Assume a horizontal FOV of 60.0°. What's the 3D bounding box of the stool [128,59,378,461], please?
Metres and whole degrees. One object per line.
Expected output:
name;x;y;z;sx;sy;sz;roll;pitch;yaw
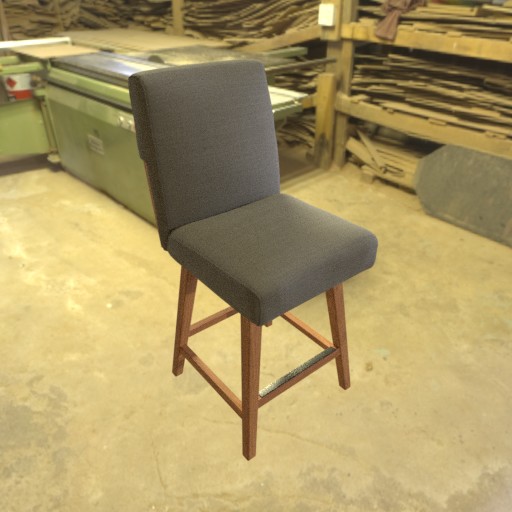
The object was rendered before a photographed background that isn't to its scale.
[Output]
stool;0.000;0.000;1.333;0.459;1.019;0.570;-23;38;-32
